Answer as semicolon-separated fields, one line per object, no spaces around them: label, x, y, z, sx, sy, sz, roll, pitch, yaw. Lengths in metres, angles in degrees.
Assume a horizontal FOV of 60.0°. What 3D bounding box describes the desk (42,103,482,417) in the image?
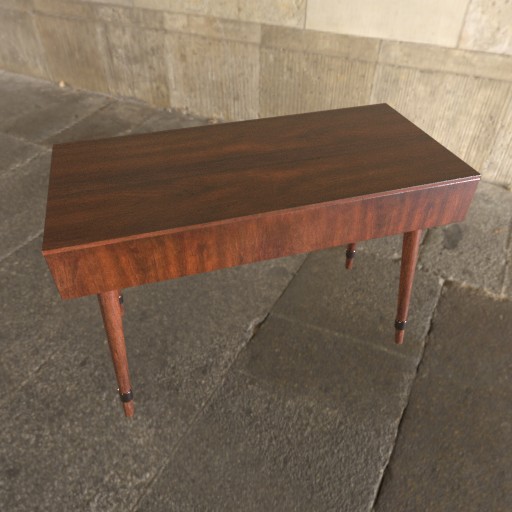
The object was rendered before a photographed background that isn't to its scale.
desk;0.000;0.000;2.116;1.577;1.031;0.734;-11;42;-13
